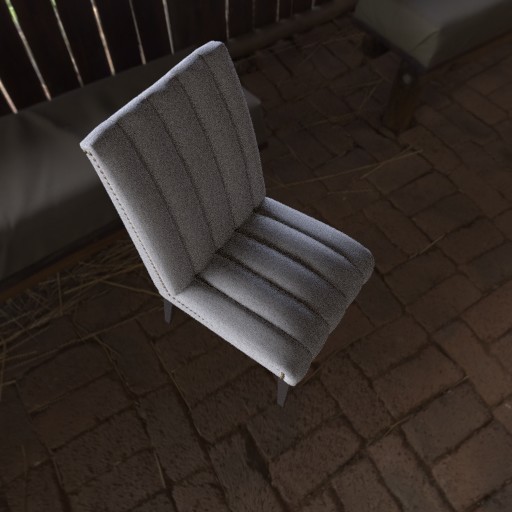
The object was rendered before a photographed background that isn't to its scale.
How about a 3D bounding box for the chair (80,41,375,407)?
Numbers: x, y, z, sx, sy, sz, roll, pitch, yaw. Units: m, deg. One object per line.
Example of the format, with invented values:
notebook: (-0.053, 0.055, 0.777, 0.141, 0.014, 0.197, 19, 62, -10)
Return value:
chair: (0.000, 0.000, 1.407, 0.647, 1.016, 0.511, 31, 63, 18)
